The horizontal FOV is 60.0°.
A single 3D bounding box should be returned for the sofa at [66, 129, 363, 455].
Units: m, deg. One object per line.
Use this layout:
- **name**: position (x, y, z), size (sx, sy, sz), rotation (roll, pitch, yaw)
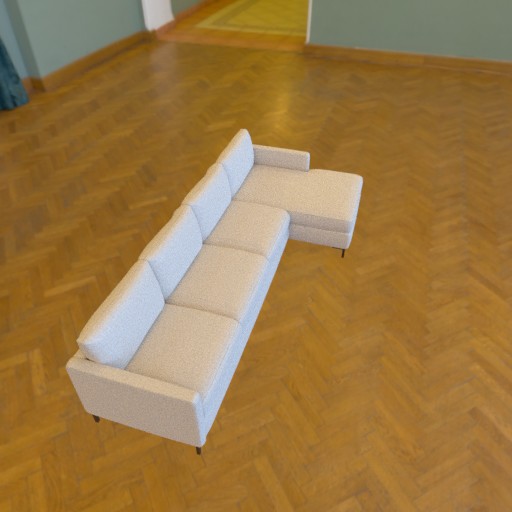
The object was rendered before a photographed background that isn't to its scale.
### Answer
- **sofa**: position (0.000, 0.000, 3.237), size (1.258, 0.755, 2.731), rotation (11, 42, 13)
